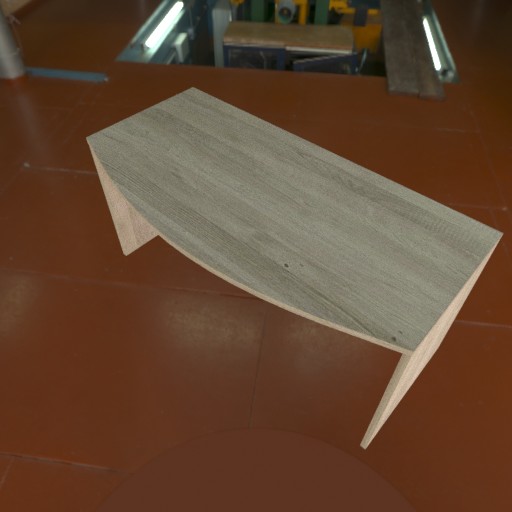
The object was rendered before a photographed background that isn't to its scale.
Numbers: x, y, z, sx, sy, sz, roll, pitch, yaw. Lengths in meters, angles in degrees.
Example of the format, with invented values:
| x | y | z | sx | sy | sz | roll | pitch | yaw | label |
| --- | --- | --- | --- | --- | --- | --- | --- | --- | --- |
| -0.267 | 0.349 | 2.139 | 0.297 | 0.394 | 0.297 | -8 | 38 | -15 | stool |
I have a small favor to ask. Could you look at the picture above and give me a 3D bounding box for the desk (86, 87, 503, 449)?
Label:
| x | y | z | sx | sy | sz | roll | pitch | yaw | label |
| --- | --- | --- | --- | --- | --- | --- | --- | --- | --- |
| 0.000 | 0.000 | 1.982 | 1.600 | 0.752 | 0.802 | 34 | 55 | 27 | desk |
